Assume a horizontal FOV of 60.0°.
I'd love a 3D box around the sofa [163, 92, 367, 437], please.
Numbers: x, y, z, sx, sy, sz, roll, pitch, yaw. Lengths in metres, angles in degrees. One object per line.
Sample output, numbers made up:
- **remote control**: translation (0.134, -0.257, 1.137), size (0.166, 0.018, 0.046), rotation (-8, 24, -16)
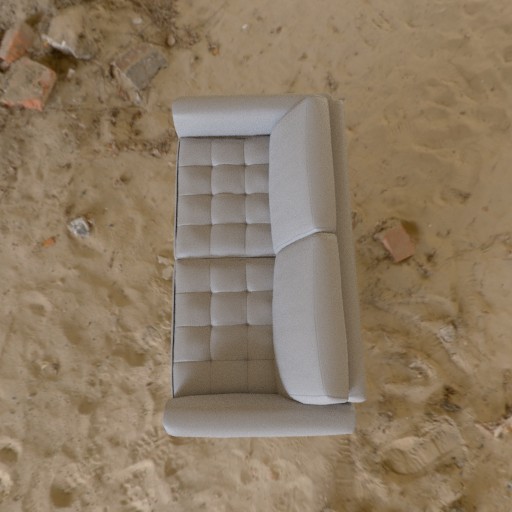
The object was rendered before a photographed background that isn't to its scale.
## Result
- **sofa**: translation (0.000, 0.000, 2.829), size (1.121, 0.930, 2.177), rotation (-1, 75, 0)
